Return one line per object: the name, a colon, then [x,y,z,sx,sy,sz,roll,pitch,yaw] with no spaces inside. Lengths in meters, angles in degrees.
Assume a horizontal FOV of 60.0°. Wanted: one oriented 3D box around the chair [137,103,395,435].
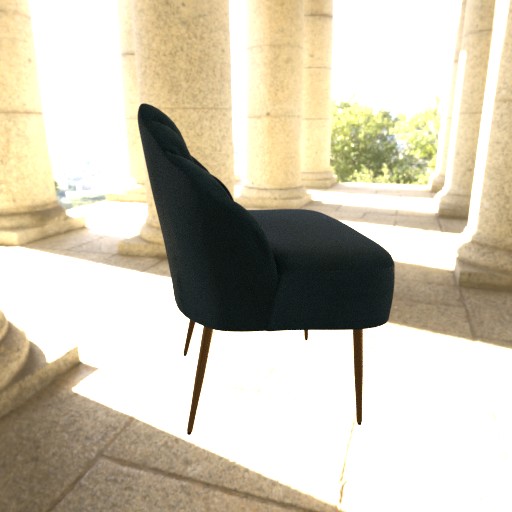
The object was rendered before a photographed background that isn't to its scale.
chair: [0.000,0.000,1.266,0.599,0.819,0.657,-3,16,-10]
